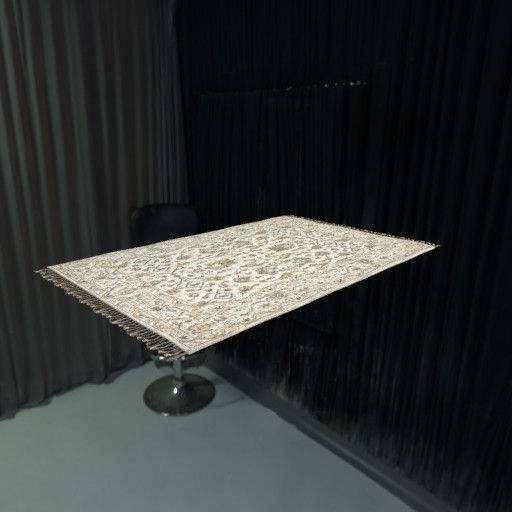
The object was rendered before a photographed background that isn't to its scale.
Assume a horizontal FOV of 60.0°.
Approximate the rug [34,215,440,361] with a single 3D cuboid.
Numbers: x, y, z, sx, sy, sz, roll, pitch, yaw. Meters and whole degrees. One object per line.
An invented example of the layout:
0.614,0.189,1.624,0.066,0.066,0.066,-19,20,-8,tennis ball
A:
0.000,0.000,3.074,2.434,0.027,1.529,-16,23,-42,rug
